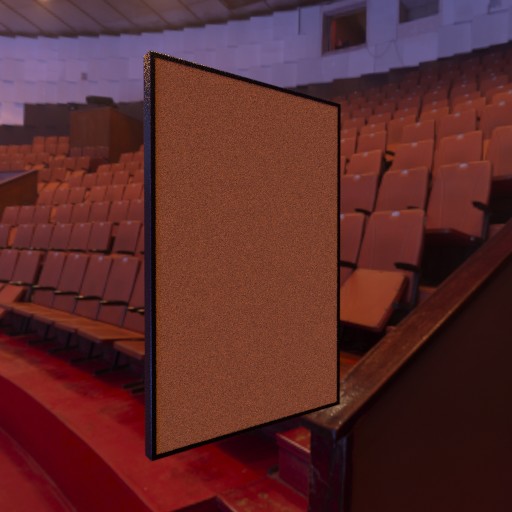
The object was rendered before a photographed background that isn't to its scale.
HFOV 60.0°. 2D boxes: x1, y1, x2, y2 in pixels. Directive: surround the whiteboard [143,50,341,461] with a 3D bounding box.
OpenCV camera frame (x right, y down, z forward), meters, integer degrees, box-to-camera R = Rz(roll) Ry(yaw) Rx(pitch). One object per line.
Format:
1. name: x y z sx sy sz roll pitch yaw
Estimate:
1. whiteboard: 0.000 0.000 0.787 0.406 0.611 0.026 -1 1 -36
